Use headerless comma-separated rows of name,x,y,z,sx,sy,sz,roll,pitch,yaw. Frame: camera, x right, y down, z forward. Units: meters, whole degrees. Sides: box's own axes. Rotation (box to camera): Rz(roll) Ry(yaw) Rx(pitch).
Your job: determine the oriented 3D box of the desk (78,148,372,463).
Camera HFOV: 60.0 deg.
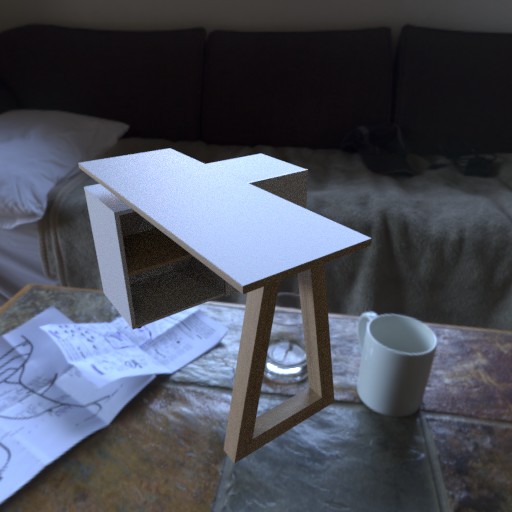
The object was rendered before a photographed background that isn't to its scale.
desk,0.000,0.000,2.091,1.098,0.755,1.404,-19,33,-31
